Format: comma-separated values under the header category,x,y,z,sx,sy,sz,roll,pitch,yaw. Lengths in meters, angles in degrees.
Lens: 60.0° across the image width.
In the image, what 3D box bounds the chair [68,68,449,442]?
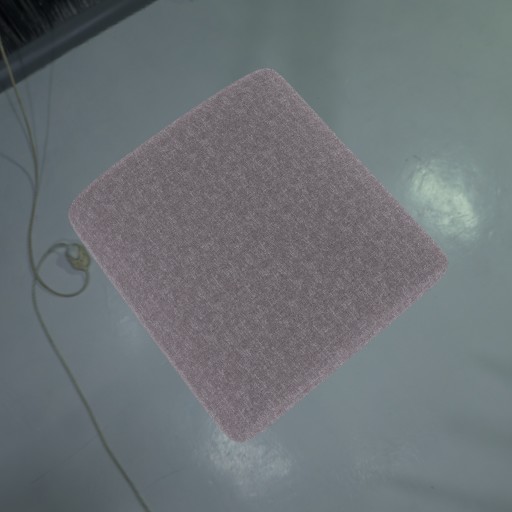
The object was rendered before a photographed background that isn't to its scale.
category,x,y,z,sx,sy,sz,roll,pitch,yaw
chair,0.000,0.000,0.925,0.530,0.410,0.530,-38,79,-8
